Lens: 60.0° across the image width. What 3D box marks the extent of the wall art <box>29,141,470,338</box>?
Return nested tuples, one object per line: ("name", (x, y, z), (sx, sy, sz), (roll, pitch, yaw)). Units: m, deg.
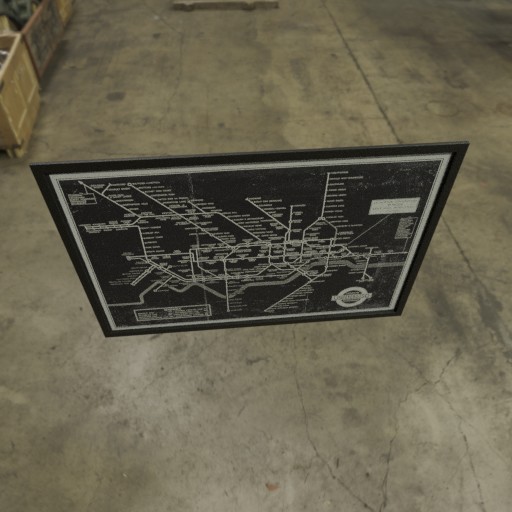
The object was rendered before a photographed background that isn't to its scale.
("wall art", (0.000, 0.000, 1.490), (1.192, 0.811, 0.013), (-4, 47, -3))
